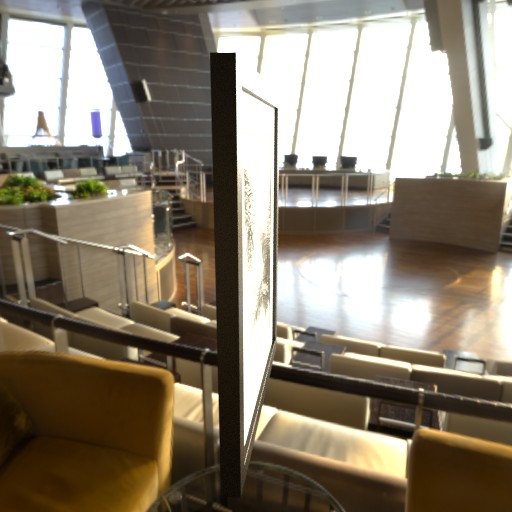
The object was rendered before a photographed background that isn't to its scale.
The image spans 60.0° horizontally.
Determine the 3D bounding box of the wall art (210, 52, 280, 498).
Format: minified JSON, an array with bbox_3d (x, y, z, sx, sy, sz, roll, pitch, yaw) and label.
[{"bbox_3d":[0.000,0.000,0.749,0.028,0.557,0.457,2,15,8],"label":"wall art"}]
